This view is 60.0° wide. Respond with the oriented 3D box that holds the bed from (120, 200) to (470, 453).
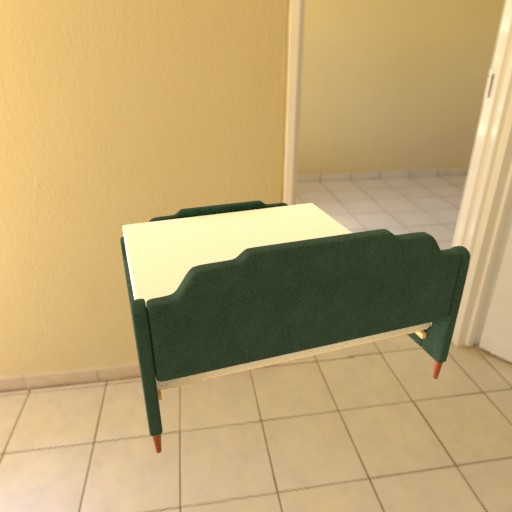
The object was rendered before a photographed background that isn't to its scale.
[{"bbox_3d":[0.000,0.000,3.638,2.074,1.245,2.340,-9,28,-17],"label":"bed"}]
